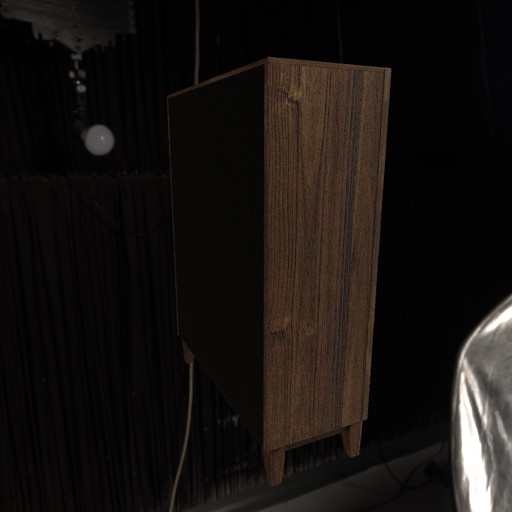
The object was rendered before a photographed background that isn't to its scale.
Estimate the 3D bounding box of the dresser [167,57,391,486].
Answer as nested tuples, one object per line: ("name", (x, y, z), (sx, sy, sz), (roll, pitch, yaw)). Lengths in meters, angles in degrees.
("dresser", (0.000, 0.000, 1.920), (0.442, 1.393, 1.062), (-7, 15, -25))
